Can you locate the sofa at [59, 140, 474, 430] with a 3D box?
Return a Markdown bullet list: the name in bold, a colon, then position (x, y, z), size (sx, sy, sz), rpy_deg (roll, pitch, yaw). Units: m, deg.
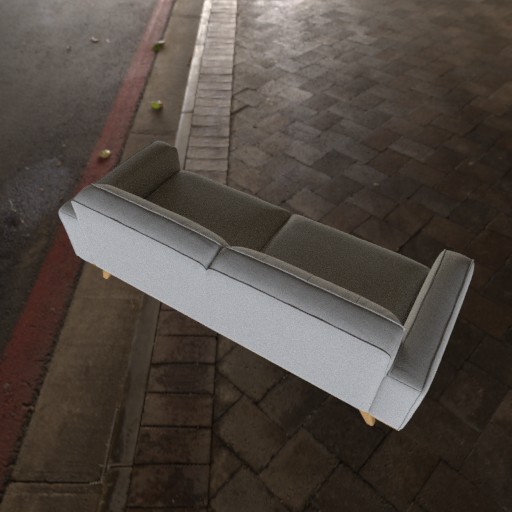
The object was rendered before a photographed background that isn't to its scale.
- **sofa**: position (0.000, 0.000, 2.658), size (2.270, 0.781, 0.956), rpy_deg (24, 51, 21)
